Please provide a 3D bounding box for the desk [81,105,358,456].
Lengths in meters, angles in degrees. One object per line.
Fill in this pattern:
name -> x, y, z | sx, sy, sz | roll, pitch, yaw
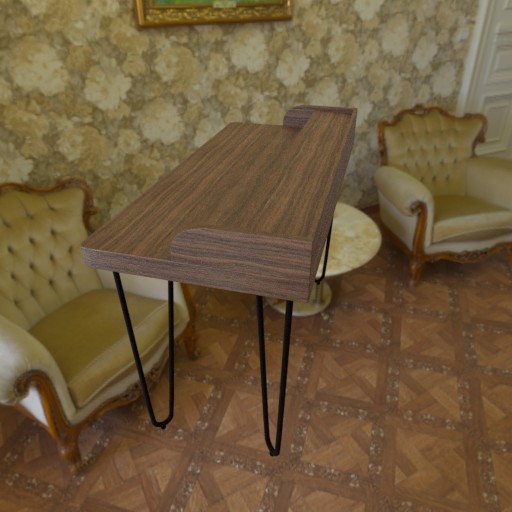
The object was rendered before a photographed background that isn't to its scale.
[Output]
desk -> 0.000, 0.000, 1.665 | 0.565, 0.854, 1.200 | 8, 32, 13
